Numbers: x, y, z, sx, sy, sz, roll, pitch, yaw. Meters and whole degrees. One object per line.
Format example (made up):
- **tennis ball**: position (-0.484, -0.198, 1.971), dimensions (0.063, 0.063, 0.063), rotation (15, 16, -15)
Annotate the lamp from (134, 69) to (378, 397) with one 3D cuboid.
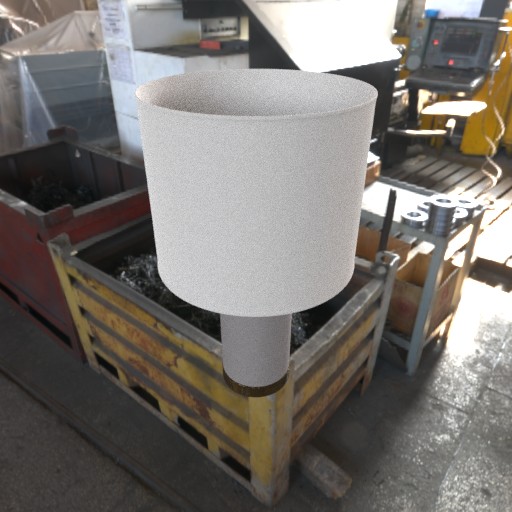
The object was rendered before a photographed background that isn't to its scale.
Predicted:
- **lamp**: position (0.000, 0.000, 0.525), dimensions (0.229, 0.380, 0.229), rotation (0, 31, 0)
